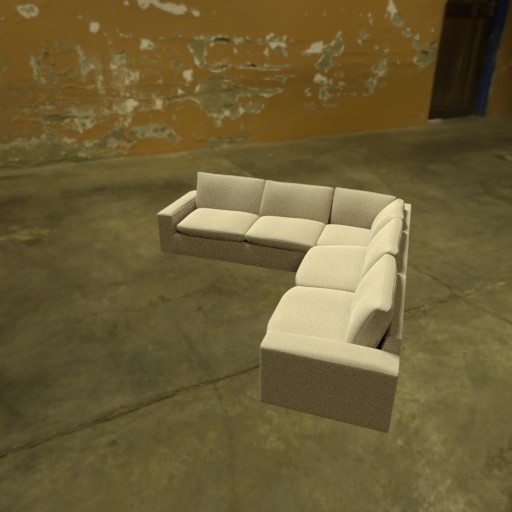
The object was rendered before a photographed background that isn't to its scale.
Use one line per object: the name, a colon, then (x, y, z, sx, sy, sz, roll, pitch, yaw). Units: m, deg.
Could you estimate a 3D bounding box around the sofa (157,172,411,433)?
sofa: (0.000, 0.000, 4.755, 3.066, 0.918, 3.206, 8, 27, 17)
